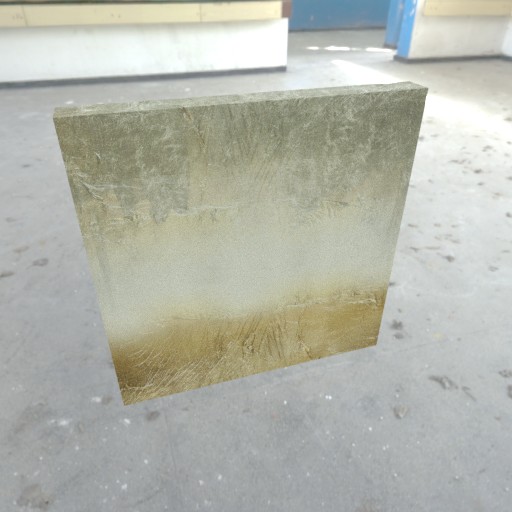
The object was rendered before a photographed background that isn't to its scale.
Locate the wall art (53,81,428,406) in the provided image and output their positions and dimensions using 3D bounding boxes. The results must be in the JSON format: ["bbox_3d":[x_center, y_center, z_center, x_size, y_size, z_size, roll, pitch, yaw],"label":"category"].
[{"bbox_3d":[0.000,0.000,0.586,0.405,0.407,0.038,-10,34,-15],"label":"wall art"}]
